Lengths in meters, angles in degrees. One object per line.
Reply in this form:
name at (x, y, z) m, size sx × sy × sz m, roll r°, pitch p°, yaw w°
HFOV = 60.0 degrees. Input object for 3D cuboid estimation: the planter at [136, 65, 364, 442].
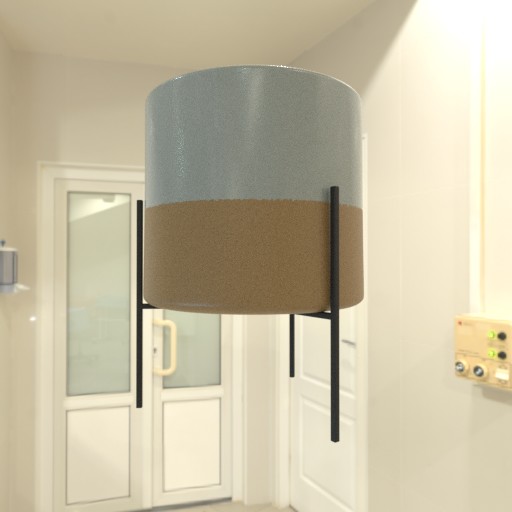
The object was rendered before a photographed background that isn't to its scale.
planter at (0.000, 0.000, 0.716) m, size 0.348 × 0.480 × 0.360 m, roll 0°, pitch -1°, yaw -36°
